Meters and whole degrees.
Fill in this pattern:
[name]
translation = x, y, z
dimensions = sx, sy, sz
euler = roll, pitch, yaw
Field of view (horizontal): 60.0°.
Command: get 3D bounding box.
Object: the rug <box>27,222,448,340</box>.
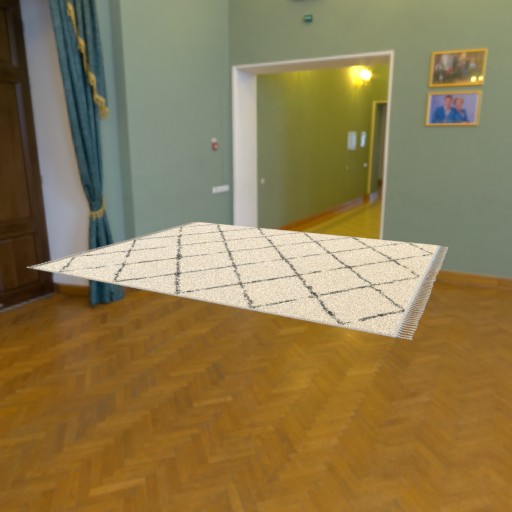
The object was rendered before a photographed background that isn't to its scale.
[rug]
translation = 0.000, 0.000, 4.014
dimensions = 3.051, 0.013, 2.380
euler = 7, 16, 26
